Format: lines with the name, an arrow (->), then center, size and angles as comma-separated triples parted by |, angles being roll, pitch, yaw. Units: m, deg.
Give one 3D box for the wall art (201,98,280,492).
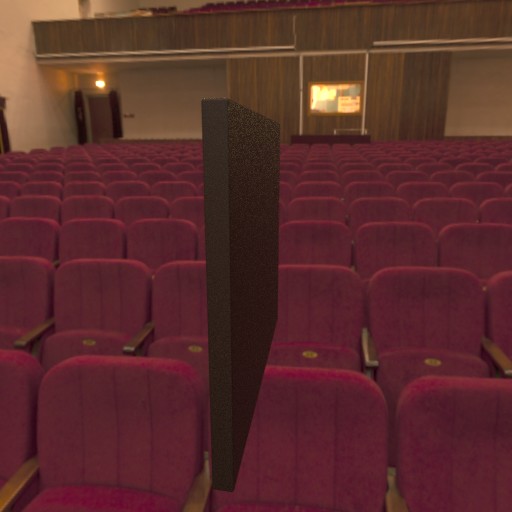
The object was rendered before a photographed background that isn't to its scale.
wall art -> 0.000, 0.000, 0.754 | 0.031, 0.457, 0.558 | 2, 14, 8
